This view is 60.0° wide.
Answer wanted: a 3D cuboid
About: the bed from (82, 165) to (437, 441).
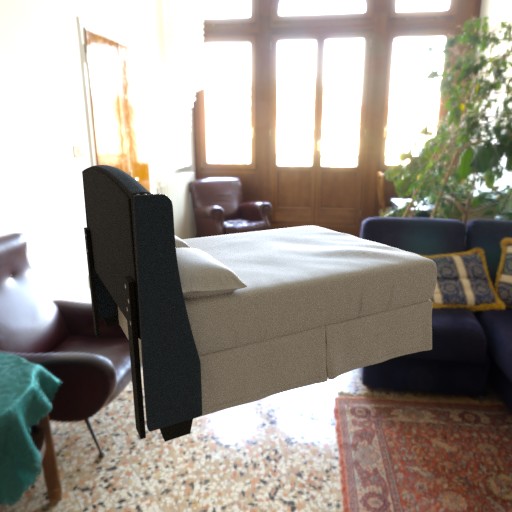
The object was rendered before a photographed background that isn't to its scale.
[{"bbox_3d":[0.000,0.000,3.377,2.237,1.407,1.710,-8,17,-27],"label":"bed"}]
